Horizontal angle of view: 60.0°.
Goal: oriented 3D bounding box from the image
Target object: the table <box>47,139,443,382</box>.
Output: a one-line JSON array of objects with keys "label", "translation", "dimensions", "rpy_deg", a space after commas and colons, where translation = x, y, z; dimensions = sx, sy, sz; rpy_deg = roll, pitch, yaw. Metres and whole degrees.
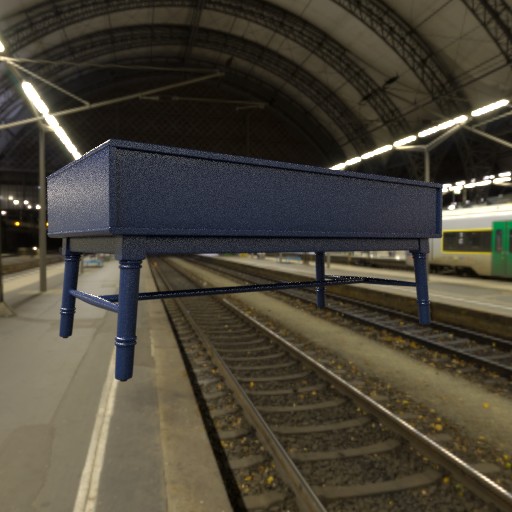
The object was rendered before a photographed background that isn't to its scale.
[{"label": "table", "translation": [0.000, 0.000, 1.348], "dimensions": [1.067, 0.457, 0.572], "rpy_deg": [-1, 2, -36]}]
